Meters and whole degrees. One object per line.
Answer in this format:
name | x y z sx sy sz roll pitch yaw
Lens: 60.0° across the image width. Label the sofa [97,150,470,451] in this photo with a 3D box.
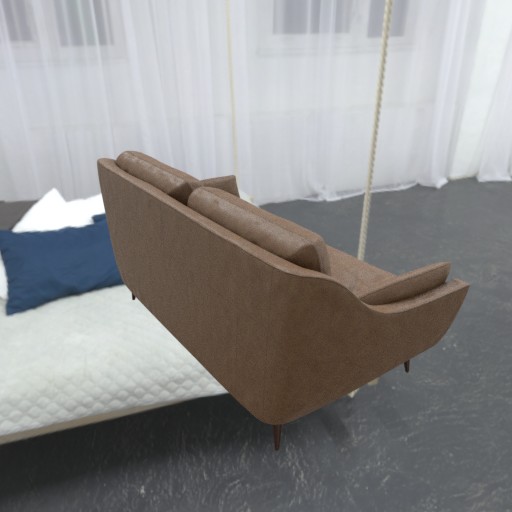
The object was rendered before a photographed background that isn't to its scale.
sofa | 0.000 0.000 2.223 0.981 0.886 1.731 -19 33 -33
